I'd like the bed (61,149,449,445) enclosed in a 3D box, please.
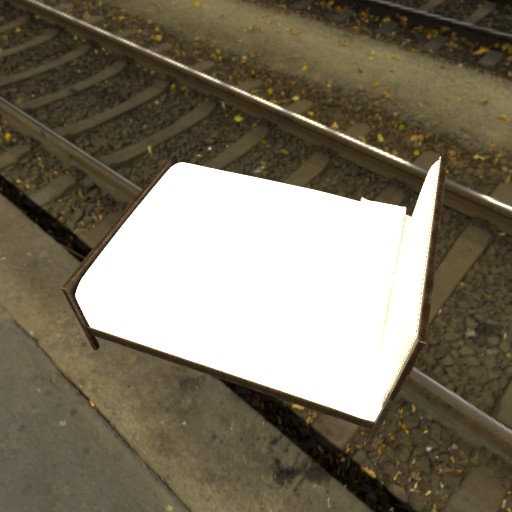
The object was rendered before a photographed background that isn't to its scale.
[{"bbox_3d":[0.000,0.000,3.256,2.221,1.313,1.607,15,50,13],"label":"bed"}]
